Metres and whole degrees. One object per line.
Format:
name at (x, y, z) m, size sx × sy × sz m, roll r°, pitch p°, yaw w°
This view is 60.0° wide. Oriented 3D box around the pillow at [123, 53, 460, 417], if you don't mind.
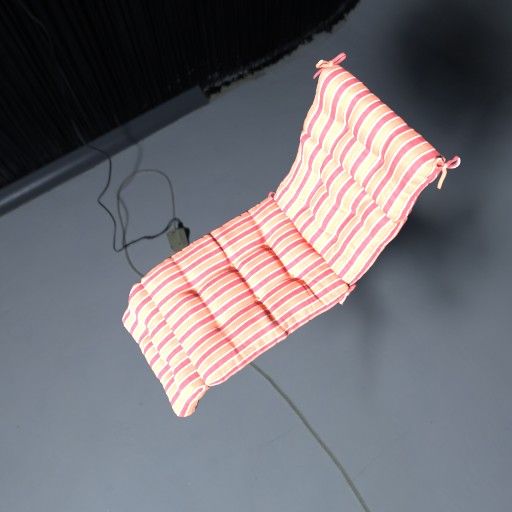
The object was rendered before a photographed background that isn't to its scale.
pillow at (0.000, 0.000, 1.507) m, size 1.016 × 0.863 × 0.526 m, roll -32°, pitch 68°, yaw -15°
